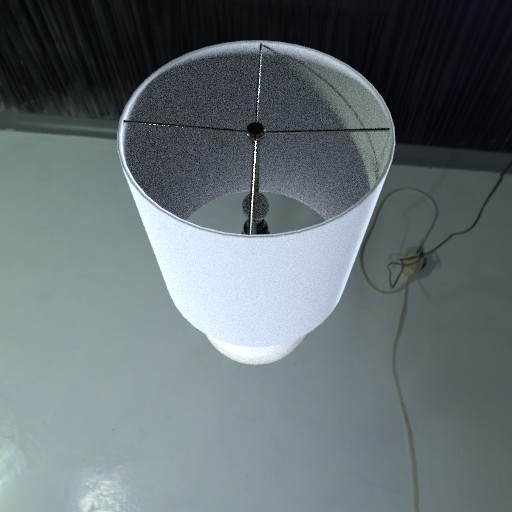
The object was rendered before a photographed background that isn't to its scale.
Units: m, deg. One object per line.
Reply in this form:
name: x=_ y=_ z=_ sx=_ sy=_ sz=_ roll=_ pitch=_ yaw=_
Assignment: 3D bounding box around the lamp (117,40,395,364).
lamp: x=0.000 y=0.000 z=0.522 sx=0.217 sy=0.404 sz=0.217 roll=2 pitch=59 yaw=1
